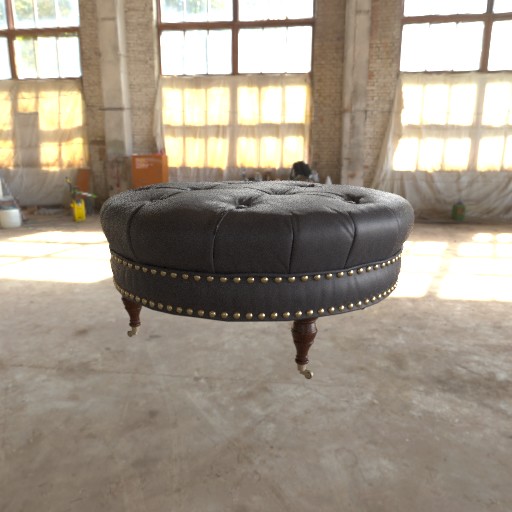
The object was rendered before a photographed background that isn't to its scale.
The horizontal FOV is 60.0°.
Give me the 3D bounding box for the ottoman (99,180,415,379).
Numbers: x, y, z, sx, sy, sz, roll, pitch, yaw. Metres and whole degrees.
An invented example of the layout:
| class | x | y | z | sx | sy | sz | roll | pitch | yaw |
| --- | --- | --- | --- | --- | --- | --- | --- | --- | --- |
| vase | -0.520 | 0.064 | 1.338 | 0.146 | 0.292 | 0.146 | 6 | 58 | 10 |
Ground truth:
| class | x | y | z | sx | sy | sz | roll | pitch | yaw |
| --- | --- | --- | --- | --- | --- | --- | --- | --- | --- |
| ottoman | 0.000 | 0.000 | 1.367 | 0.901 | 0.439 | 0.901 | 0 | 13 | 0 |
